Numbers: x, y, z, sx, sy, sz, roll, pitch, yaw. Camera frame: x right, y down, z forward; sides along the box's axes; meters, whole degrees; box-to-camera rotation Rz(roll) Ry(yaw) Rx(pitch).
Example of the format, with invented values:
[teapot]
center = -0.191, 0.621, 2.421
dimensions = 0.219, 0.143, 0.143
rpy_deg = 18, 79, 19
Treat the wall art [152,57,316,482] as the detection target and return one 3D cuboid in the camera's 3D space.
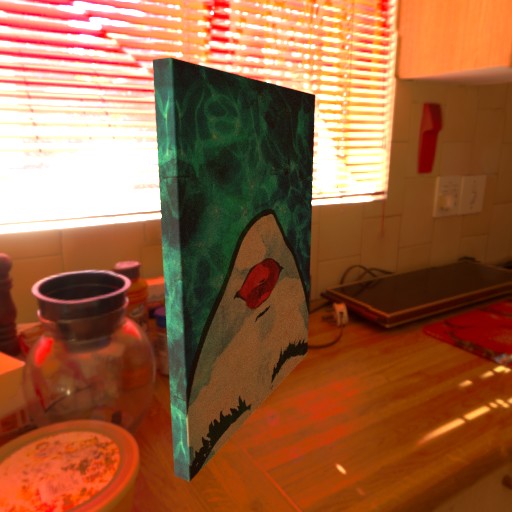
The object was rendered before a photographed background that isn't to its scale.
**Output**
[wall art]
center = 0.000, 0.000, 1.030
dimensions = 0.038, 0.760, 0.609
rpy_deg = 8, 16, 27
